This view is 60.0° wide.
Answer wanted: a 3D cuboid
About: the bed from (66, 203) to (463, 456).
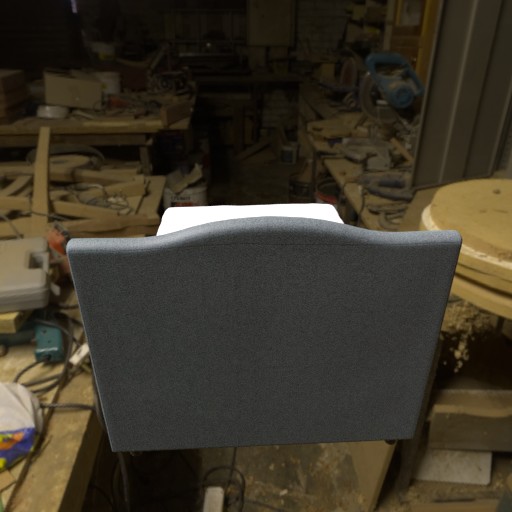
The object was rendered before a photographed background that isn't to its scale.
[{"bbox_3d":[0.000,0.000,3.153,1.753,1.460,2.143,-1,28,-3],"label":"bed"}]
